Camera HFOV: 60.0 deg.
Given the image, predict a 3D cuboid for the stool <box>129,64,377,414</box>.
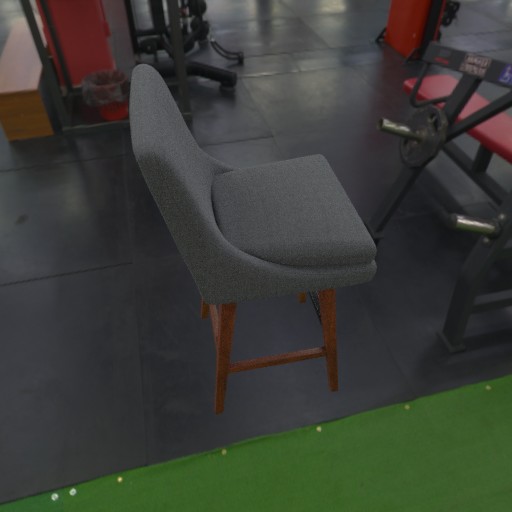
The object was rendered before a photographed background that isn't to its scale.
[{"bbox_3d":[0.000,0.000,1.261,0.524,0.977,0.447,-8,45,-8],"label":"stool"}]
